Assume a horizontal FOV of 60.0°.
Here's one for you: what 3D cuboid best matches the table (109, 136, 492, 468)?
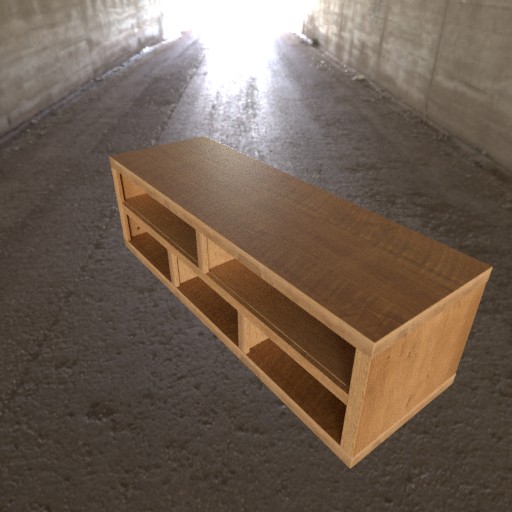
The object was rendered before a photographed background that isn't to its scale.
[{"bbox_3d":[0.000,0.000,1.727,0.499,0.491,1.499,-22,38,-31],"label":"table"}]
